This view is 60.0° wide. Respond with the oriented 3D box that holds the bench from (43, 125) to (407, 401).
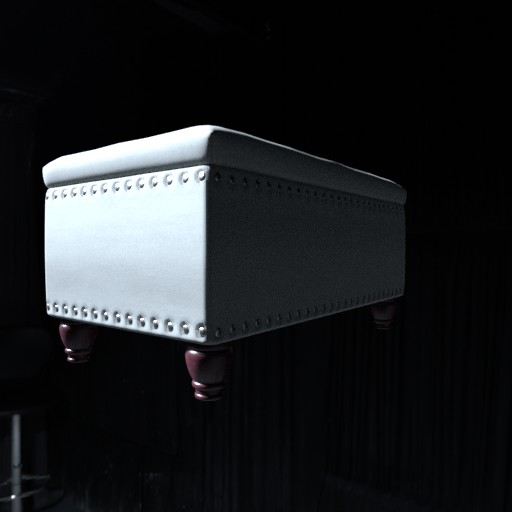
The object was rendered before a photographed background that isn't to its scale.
[{"bbox_3d":[0.000,0.000,1.163,0.500,0.449,0.887,1,2,37],"label":"bench"}]
